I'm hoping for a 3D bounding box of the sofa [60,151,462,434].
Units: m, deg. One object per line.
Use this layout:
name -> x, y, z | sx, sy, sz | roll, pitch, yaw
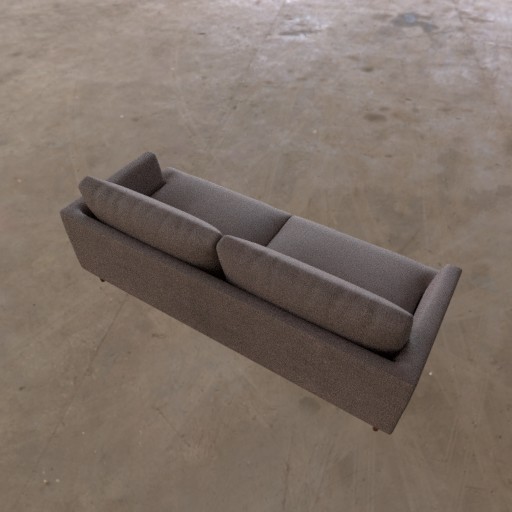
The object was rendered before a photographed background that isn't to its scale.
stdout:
sofa -> 0.000, 0.000, 2.759 | 2.250, 0.868, 1.020 | 24, 50, 22
